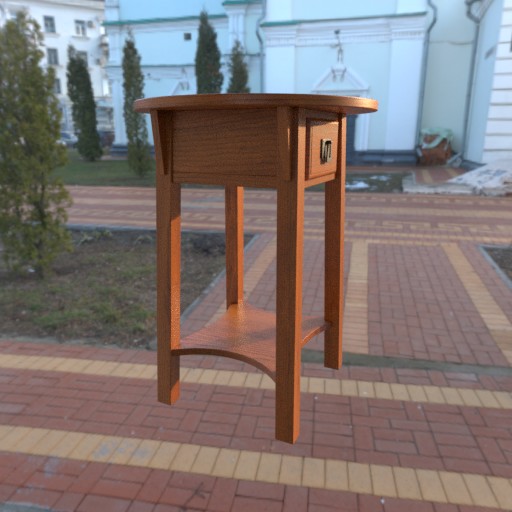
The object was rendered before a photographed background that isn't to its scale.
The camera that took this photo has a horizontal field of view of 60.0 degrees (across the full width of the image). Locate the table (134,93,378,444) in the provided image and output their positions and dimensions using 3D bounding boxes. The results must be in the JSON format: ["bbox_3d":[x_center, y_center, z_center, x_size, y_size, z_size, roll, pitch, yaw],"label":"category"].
[{"bbox_3d":[0.000,0.000,0.936,0.457,0.610,0.457,0,15,0],"label":"table"}]
